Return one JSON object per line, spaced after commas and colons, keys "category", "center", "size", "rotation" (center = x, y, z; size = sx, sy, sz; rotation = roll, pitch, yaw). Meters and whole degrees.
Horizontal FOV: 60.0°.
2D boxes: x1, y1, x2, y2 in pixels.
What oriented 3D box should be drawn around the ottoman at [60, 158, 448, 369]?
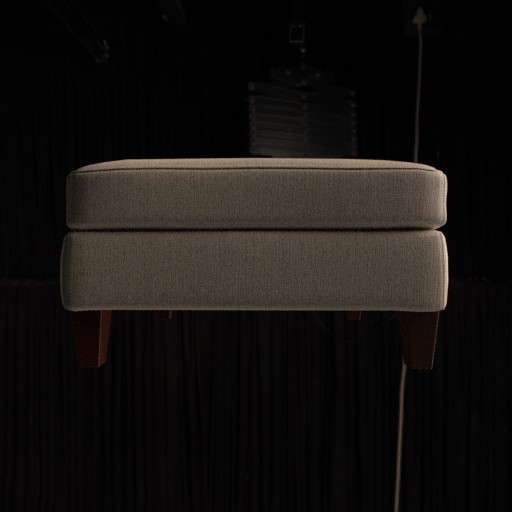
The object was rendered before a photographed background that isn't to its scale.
{"category": "ottoman", "center": [0.000, 0.000, 1.338], "size": [0.838, 0.481, 0.838], "rotation": [0, 0, 1]}
